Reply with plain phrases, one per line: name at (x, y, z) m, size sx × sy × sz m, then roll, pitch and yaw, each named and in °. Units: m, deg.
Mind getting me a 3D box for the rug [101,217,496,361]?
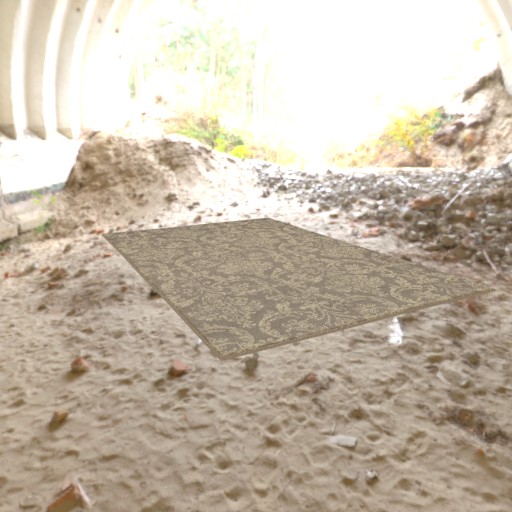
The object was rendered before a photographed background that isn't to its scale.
rug at (0.000, 0.000, 3.421) m, size 1.819 × 0.018 × 2.746 m, roll -8°, pitch 17°, yaw -27°
